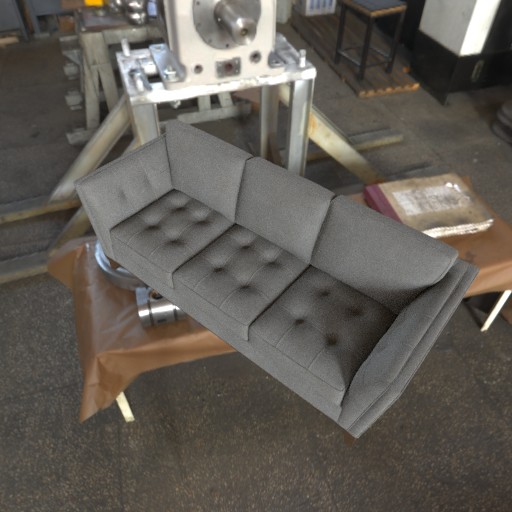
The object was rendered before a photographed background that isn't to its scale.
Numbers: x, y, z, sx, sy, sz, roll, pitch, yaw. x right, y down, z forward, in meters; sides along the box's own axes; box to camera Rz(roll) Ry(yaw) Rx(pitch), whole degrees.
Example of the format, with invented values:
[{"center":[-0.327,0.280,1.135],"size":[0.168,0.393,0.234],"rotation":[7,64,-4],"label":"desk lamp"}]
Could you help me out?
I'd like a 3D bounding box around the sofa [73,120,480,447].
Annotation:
[{"center":[0.000,0.000,2.899],"size":[2.387,0.940,0.965],"rotation":[31,53,26],"label":"sofa"}]
